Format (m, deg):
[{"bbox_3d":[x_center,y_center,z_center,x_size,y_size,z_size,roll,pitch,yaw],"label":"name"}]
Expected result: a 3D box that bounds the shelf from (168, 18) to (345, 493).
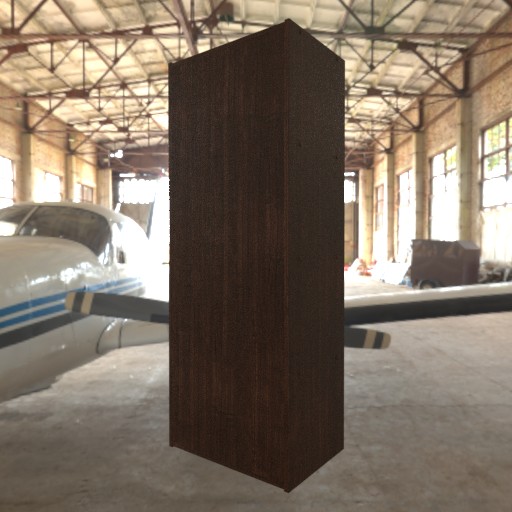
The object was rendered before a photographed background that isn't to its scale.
[{"bbox_3d":[0.000,0.000,1.264,0.415,1.099,0.290,1,1,37],"label":"shelf"}]
